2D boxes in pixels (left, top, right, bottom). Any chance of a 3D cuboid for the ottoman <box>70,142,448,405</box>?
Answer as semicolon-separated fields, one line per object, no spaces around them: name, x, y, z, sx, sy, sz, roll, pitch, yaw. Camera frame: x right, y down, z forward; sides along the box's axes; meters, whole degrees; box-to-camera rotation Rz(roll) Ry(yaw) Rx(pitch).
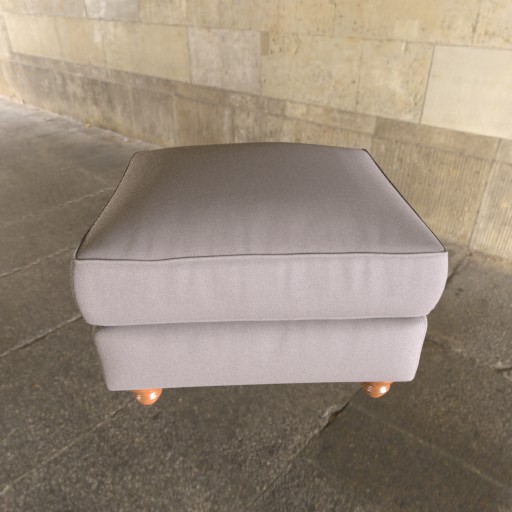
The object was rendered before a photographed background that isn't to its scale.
ottoman;0.000;0.000;1.157;0.721;0.505;0.662;-1;31;-2
